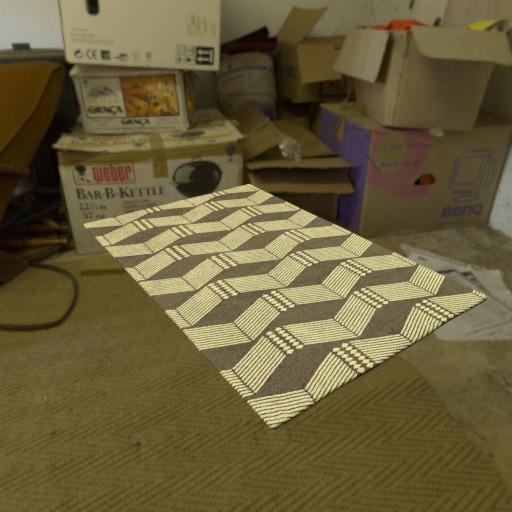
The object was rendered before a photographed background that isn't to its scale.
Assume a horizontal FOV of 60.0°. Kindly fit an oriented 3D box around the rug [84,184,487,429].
[{"bbox_3d":[0.000,0.000,2.294,1.210,0.016,1.833,-19,34,-31],"label":"rug"}]
